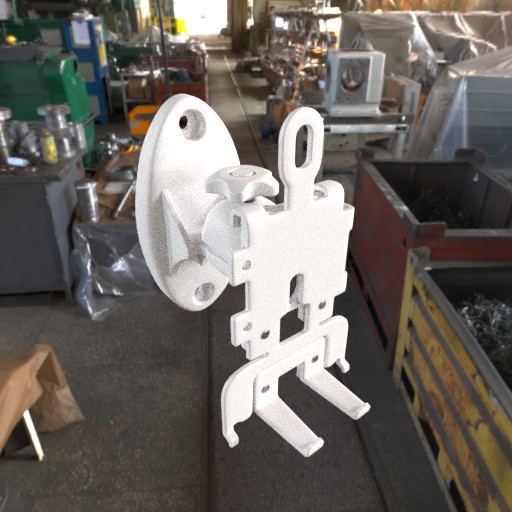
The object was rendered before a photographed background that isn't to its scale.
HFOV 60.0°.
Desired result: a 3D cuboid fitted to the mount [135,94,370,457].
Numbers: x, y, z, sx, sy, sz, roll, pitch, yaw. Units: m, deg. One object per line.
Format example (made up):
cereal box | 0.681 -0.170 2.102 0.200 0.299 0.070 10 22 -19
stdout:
mount | 0.000 0.000 0.173 0.066 0.118 0.100 -21 35 -33
